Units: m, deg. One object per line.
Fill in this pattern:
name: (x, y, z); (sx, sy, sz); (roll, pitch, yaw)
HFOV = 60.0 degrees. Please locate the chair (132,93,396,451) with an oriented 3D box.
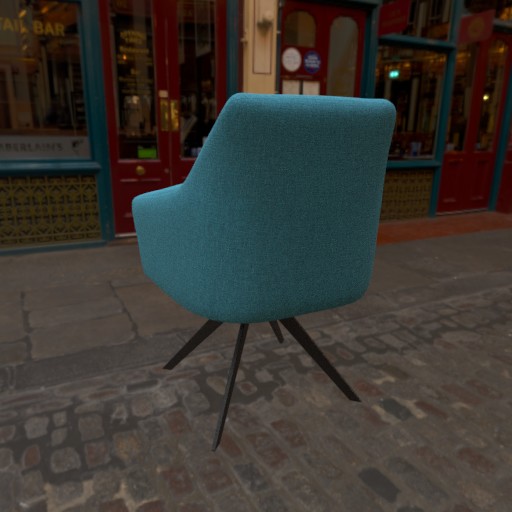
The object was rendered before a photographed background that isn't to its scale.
chair: (0.000, 0.000, 1.342); (0.642, 0.874, 0.677); (-8, 17, -26)
